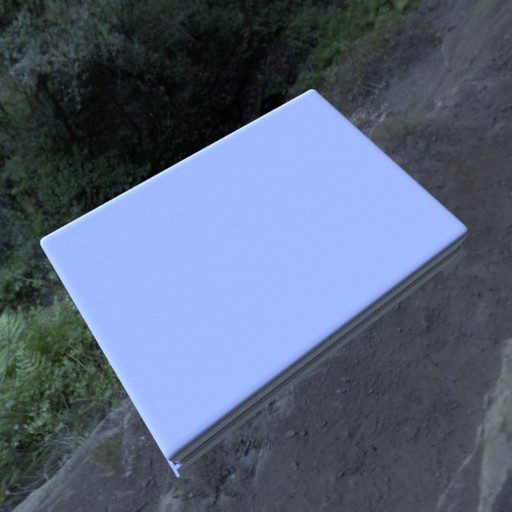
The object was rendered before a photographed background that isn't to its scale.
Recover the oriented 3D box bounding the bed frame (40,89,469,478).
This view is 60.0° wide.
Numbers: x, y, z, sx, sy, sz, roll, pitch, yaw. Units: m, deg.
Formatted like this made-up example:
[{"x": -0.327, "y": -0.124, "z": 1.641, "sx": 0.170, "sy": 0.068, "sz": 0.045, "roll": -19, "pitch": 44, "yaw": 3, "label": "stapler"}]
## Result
[{"x": 0.000, "y": 0.000, "z": 2.589, "sx": 1.945, "sy": 0.497, "sz": 1.445, "roll": -33, "pitch": 68, "yaw": -16, "label": "bed frame"}]
